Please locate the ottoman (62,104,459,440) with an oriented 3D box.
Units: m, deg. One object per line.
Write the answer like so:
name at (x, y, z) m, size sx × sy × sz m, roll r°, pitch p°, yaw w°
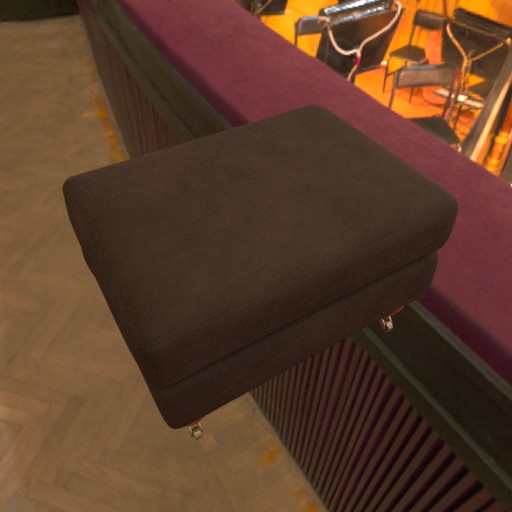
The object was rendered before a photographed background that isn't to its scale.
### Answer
ottoman at (0.000, 0.000, 1.151) m, size 0.773 × 0.497 × 0.574 m, roll -23°, pitch 50°, yaw -21°
